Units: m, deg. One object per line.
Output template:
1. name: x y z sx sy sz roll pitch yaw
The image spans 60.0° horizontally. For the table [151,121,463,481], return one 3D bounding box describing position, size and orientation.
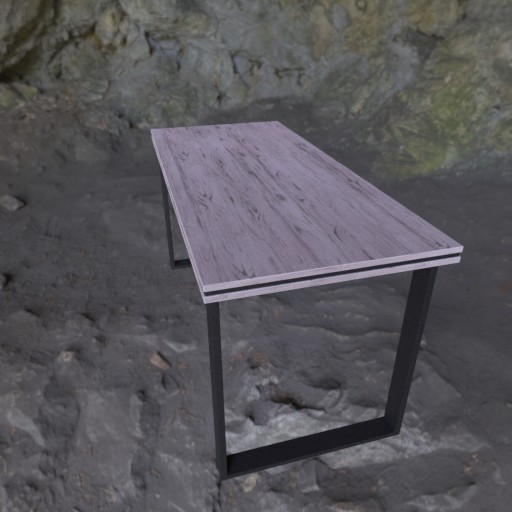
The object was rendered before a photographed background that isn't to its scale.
1. table: 0.000 0.000 2.208 0.795 0.899 1.778 -8 30 -14
